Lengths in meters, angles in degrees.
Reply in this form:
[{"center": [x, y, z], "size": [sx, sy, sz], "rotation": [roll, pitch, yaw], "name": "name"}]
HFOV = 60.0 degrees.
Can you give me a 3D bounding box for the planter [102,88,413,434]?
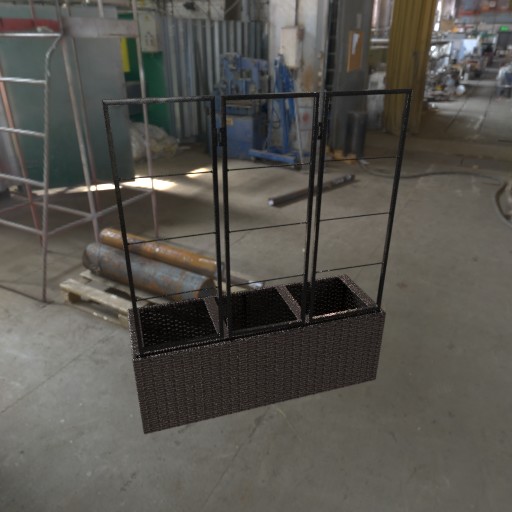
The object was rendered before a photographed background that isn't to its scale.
[{"center": [0.000, 0.000, 1.183], "size": [0.699, 0.841, 0.244], "rotation": [-8, 27, -16], "name": "planter"}]
